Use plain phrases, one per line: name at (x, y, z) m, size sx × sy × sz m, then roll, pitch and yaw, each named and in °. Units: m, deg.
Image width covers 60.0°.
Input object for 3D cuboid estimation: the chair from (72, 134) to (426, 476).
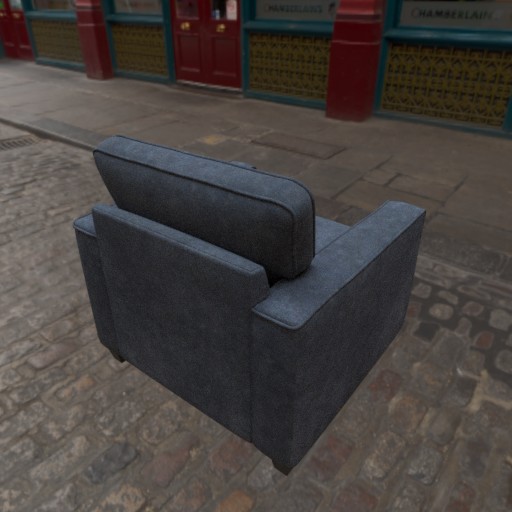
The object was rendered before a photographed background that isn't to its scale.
chair at (0.000, 0.000, 1.745) m, size 1.015 × 0.965 × 0.939 m, roll 21°, pitch 36°, yaw 32°
